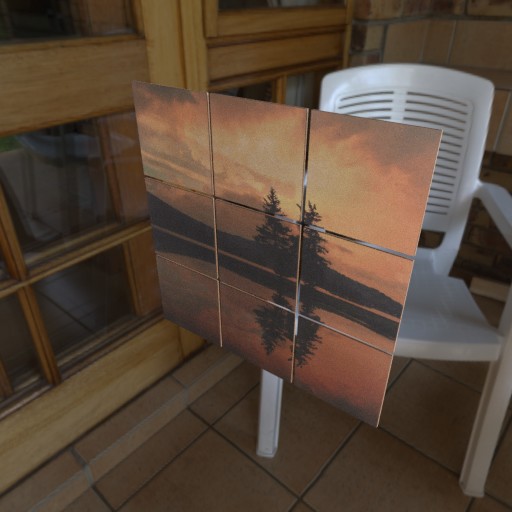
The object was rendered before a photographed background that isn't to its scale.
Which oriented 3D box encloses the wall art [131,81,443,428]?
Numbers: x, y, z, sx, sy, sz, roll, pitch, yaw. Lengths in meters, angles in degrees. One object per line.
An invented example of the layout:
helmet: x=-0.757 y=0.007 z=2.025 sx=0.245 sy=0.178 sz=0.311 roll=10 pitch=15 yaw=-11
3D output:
wall art: x=0.000 y=0.000 z=2.249 sx=1.520 sy=1.525 sz=0.013 roll=20 pitch=37 yaw=29
